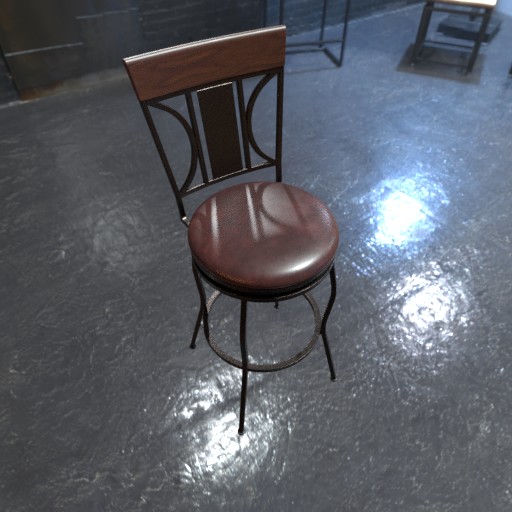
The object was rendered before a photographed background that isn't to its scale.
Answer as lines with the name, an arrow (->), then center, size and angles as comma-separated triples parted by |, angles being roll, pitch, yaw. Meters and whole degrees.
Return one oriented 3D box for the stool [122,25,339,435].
stool -> 0.000, 0.000, 1.370 | 0.448, 1.130, 0.513 | -23, 50, -21
